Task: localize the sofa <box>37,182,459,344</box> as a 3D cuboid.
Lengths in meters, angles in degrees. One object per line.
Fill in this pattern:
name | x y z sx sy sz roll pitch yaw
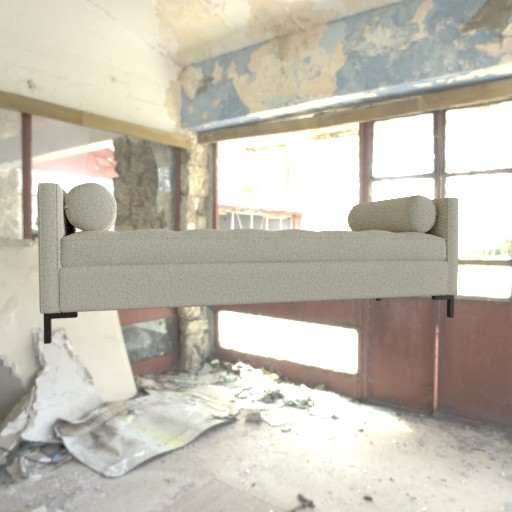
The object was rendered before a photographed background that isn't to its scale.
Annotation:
sofa | 0.000 0.000 2.334 1.985 0.641 0.746 -1 2 -18
